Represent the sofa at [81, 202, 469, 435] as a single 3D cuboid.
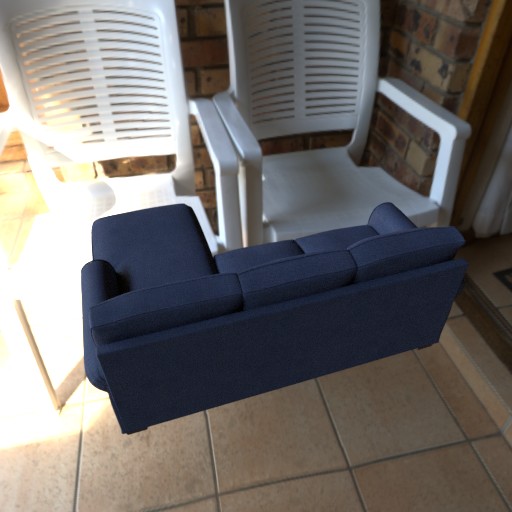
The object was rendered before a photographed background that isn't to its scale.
[{"bbox_3d":[0.000,0.000,3.445,2.567,1.063,1.780,-12,42,-14],"label":"sofa"}]
